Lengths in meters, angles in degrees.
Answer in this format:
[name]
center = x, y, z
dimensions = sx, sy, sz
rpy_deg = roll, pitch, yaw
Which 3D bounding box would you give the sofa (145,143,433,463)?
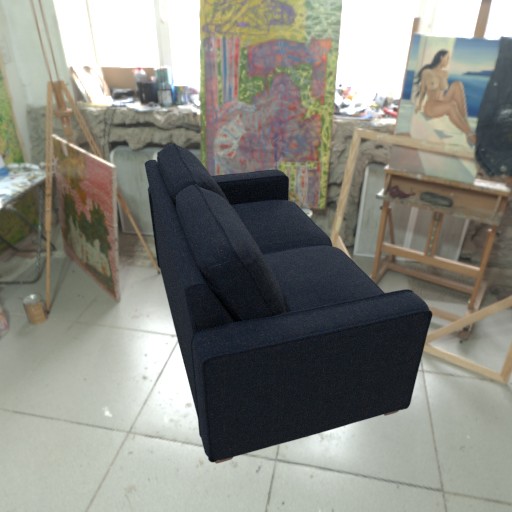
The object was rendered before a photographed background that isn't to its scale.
[sofa]
center = 0.000, 0.000, 2.353
dimensions = 0.947, 0.918, 1.709
rpy_deg = -9, 32, -15
